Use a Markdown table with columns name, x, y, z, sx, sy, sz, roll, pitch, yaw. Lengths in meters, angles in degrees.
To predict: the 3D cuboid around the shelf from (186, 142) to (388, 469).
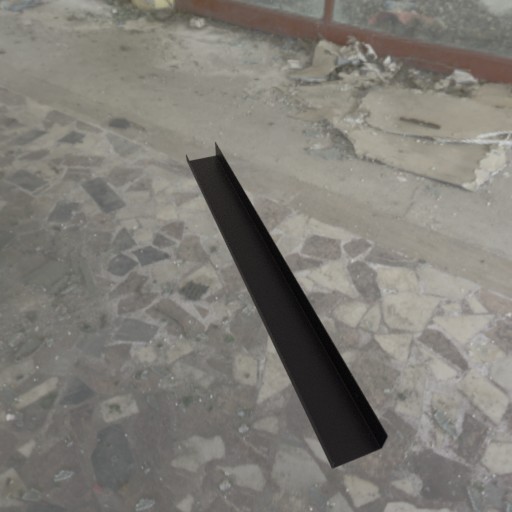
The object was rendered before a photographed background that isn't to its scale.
| name | x | y | z | sx | sy | sz | roll | pitch | yaw |
| --- | --- | --- | --- | --- | --- | --- | --- | --- | --- |
| shelf | 0.000 | 0.000 | 0.995 | 0.092 | 0.049 | 0.924 | -15 | 47 | -14 |
